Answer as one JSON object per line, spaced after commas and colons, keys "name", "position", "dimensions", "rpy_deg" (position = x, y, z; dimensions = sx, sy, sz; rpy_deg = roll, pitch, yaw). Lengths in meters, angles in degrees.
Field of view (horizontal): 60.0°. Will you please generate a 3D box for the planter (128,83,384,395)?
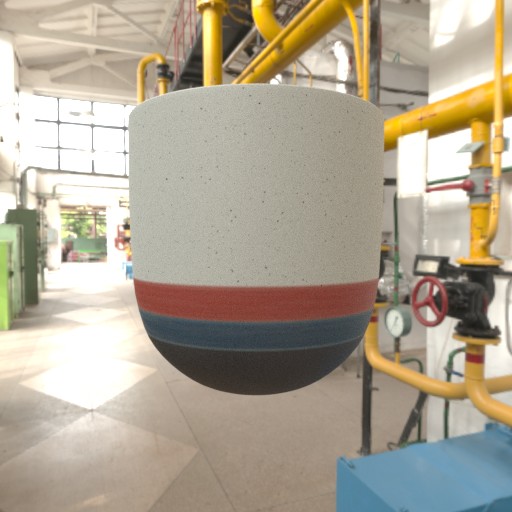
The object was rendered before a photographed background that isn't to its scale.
{"name": "planter", "position": [0.000, 0.000, 0.370], "dimensions": [0.204, 0.214, 0.204], "rpy_deg": [0, 2, 0]}
